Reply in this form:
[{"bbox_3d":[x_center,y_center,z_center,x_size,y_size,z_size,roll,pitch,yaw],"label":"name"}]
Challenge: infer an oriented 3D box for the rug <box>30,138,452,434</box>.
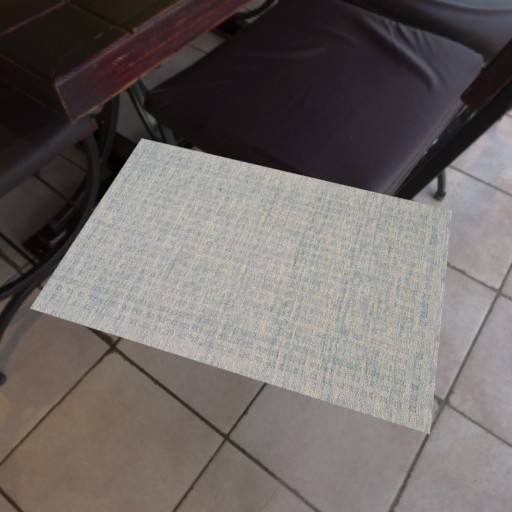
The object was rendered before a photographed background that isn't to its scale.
[{"bbox_3d":[0.000,0.000,2.131,1.752,0.006,1.142,15,58,9],"label":"rug"}]
